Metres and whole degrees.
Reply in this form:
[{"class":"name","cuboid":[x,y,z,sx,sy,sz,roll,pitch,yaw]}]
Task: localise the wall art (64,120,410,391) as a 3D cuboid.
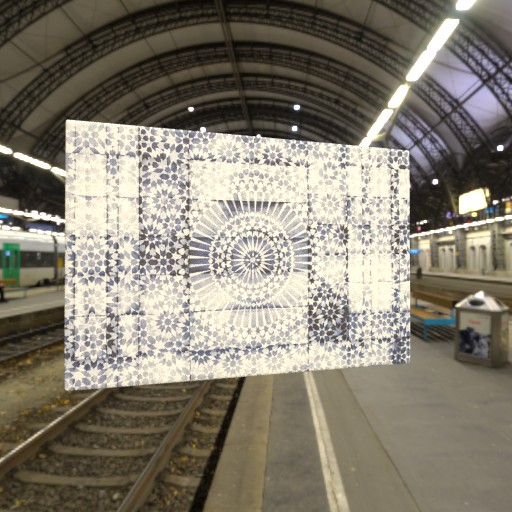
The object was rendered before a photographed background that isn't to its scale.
[{"class":"wall art","cuboid":[0.000,0.000,0.768,0.608,0.406,0.030,0,-1,-18]}]
